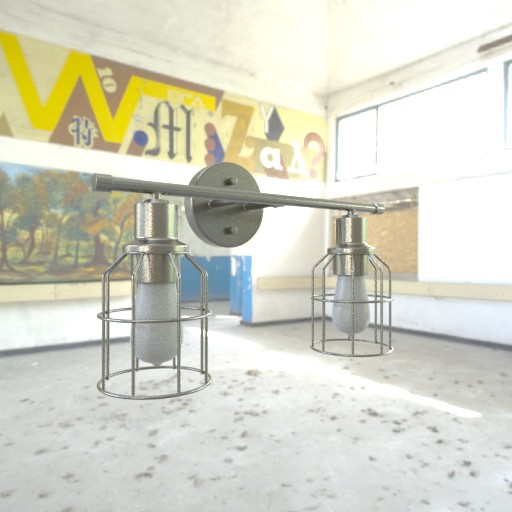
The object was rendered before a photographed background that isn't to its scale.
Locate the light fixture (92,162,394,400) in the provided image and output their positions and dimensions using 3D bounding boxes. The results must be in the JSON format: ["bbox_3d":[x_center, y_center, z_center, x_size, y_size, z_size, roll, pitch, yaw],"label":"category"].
[{"bbox_3d":[0.000,0.000,0.550,0.406,0.254,0.165,0,0,-36],"label":"light fixture"}]
